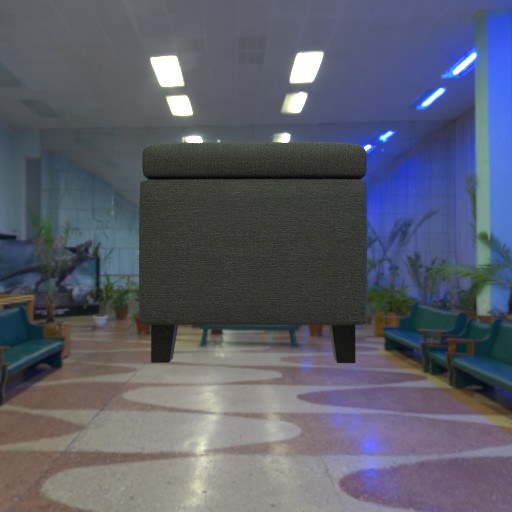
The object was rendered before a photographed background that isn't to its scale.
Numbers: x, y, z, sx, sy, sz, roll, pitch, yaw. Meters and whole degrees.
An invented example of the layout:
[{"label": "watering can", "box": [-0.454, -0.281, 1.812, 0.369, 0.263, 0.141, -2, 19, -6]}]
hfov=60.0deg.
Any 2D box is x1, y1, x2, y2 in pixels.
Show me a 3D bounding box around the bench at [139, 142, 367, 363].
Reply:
[{"label": "bench", "box": [0.000, 0.000, 1.472, 0.446, 0.438, 1.269, 0, -1, 1]}]
